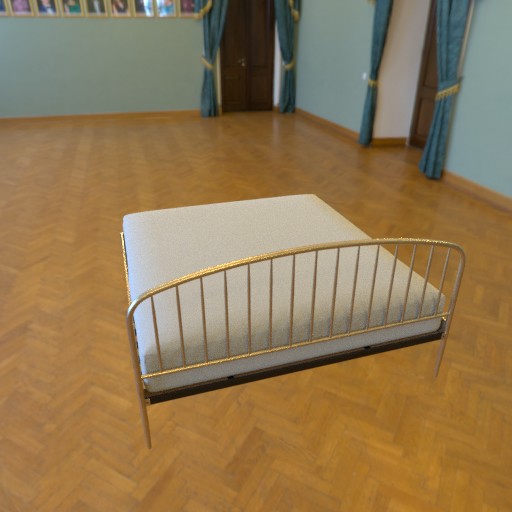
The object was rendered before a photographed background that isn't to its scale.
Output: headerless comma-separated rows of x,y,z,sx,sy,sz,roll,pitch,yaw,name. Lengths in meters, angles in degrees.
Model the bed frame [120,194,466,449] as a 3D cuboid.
0.000,0.000,3.487,2.016,1.174,2.152,-8,28,-16,bed frame
